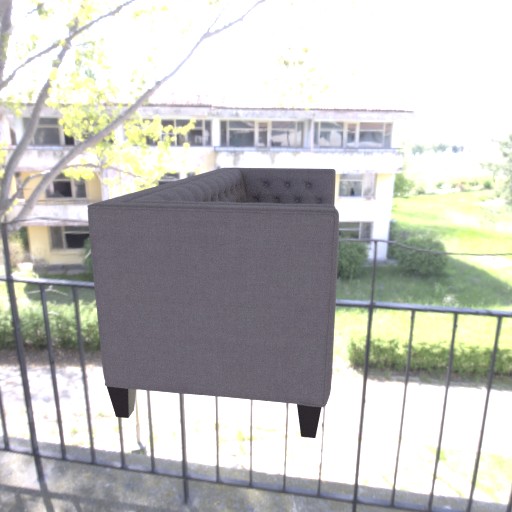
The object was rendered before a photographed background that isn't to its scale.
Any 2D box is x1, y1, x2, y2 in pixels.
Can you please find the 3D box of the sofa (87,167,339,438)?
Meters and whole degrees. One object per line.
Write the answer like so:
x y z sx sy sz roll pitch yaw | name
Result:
0.000 0.000 2.239 0.775 0.762 1.778 2 15 9 | sofa
